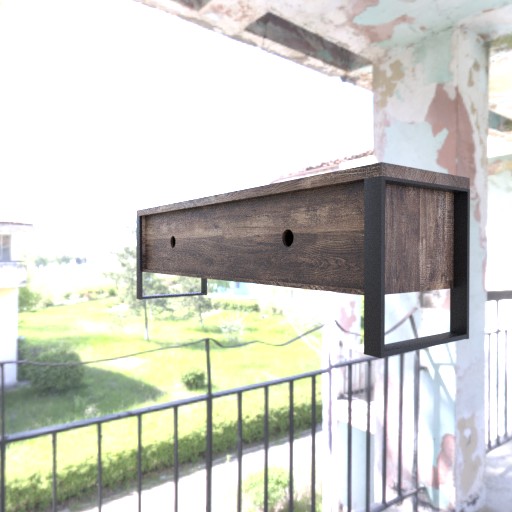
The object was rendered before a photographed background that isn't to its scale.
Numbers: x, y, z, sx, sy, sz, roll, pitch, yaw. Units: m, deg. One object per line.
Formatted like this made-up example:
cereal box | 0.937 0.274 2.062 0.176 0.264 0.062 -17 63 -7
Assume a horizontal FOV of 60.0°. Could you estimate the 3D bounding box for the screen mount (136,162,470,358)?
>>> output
screen mount | 0.000 0.000 1.748 0.395 0.450 1.524 -1 1 -36
